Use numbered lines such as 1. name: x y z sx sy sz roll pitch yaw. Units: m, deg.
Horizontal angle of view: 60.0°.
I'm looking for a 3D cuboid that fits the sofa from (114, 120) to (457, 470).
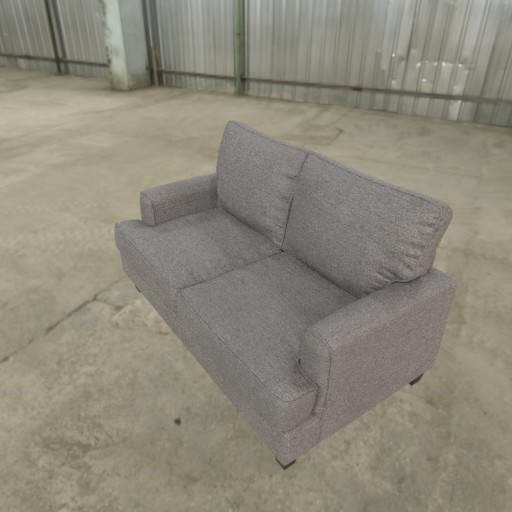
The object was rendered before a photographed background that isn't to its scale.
1. sofa: 0.000 0.000 2.240 0.965 0.965 1.651 -20 37 -29
